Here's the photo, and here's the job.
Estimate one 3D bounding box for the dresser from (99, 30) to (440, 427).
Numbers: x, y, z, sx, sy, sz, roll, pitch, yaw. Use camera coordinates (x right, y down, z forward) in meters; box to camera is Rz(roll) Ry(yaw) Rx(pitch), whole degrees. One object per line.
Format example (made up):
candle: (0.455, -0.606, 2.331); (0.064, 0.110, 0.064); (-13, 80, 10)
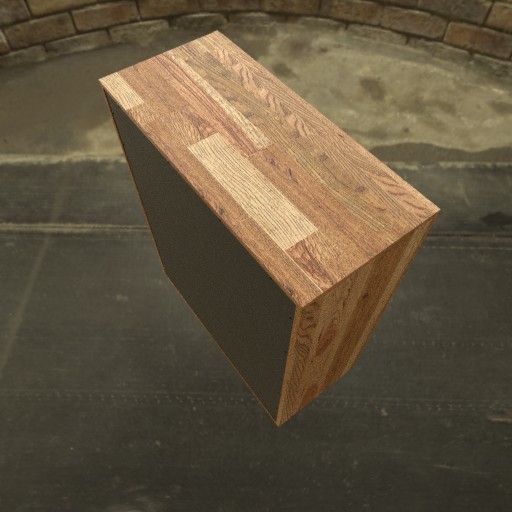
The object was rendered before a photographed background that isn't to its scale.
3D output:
dresser: (0.000, 0.000, 1.745); (0.480, 1.243, 0.966); (-32, 63, -19)
